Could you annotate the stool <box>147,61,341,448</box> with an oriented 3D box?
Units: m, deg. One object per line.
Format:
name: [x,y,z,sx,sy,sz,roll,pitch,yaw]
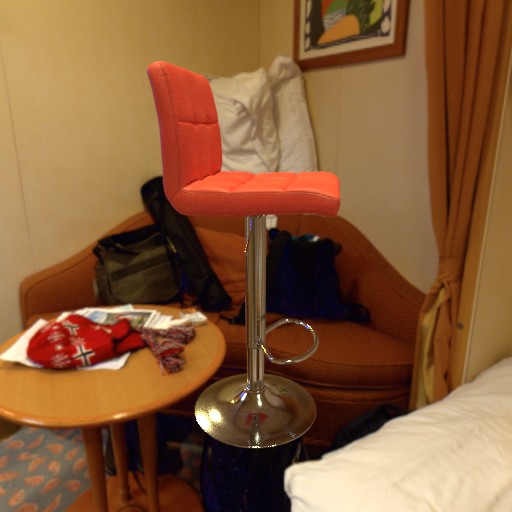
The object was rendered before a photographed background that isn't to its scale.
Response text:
stool: [0.000,0.000,1.409,0.505,1.115,0.430,3,17,10]
